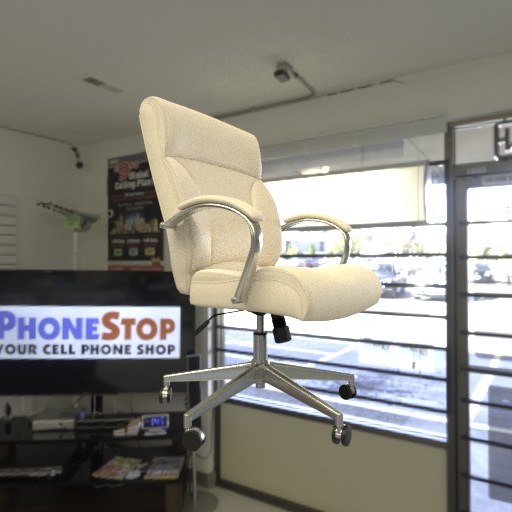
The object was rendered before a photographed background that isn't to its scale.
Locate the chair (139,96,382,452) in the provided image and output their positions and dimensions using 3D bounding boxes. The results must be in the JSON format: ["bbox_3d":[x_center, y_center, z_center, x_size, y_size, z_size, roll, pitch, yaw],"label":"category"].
[{"bbox_3d":[0.000,0.000,1.547,0.745,1.099,0.727,0,0,35],"label":"chair"}]
